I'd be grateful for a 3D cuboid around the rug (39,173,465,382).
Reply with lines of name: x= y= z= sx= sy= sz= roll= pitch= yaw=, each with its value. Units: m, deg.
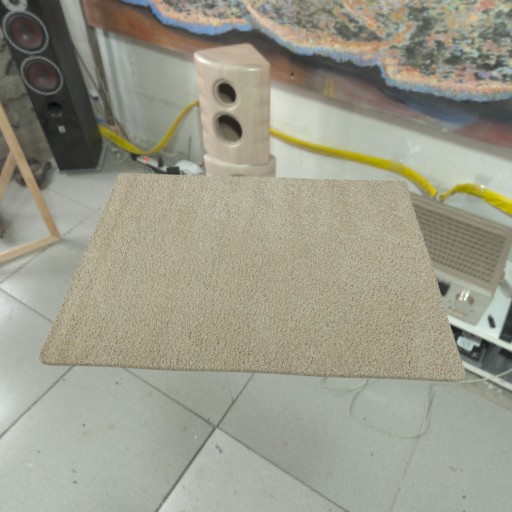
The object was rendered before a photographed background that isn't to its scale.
rug: x=0.000 y=0.000 z=2.057 sx=1.600 sy=0.025 sz=1.199 roll=2 pitch=46 yaw=2
